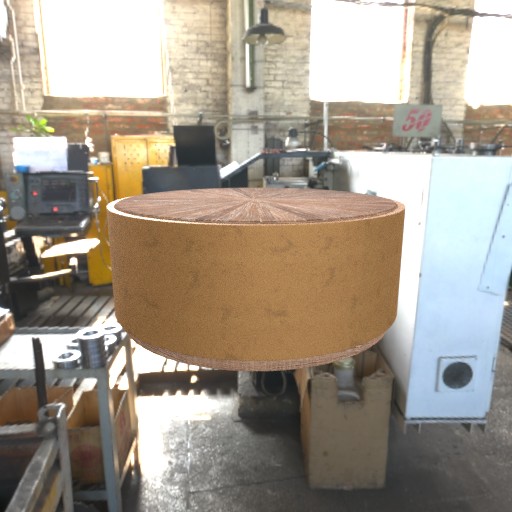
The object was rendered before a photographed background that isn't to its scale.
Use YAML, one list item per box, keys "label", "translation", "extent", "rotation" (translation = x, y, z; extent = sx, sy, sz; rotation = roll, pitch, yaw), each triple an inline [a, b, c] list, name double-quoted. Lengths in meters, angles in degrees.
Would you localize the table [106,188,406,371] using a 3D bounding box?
- label: "table"
  translation: [0.000, 0.000, 1.606]
  extent: [1.001, 0.409, 1.001]
  rotation: [0, 14, 0]
